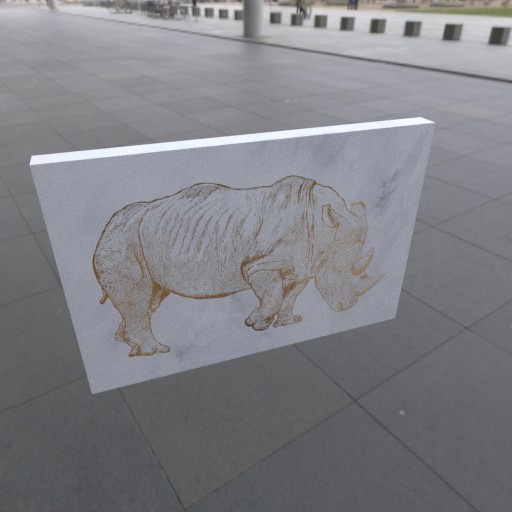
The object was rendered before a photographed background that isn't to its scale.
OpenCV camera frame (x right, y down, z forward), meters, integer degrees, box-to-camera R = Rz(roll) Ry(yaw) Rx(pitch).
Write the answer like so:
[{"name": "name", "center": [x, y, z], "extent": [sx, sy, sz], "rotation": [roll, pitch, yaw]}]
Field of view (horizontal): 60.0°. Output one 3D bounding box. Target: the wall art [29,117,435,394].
[{"name": "wall art", "center": [0.000, 0.000, 0.756], "extent": [0.609, 0.407, 0.038], "rotation": [-10, 33, -17]}]
